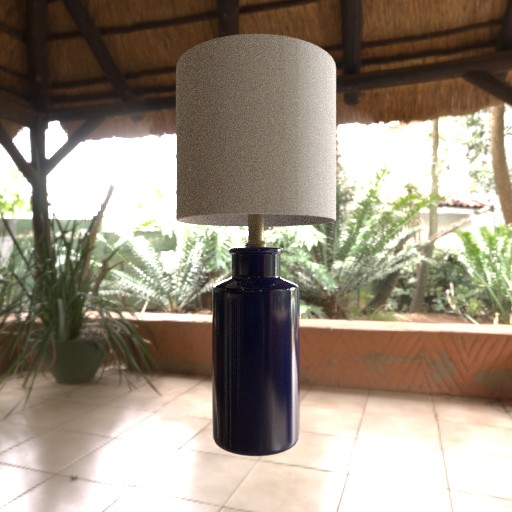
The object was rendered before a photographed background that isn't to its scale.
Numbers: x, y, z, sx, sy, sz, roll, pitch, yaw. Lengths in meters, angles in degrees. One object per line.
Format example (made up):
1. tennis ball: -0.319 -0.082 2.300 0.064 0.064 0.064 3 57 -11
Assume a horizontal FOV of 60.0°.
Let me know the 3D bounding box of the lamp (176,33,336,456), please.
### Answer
1. lamp: 0.000 0.000 0.596 0.212 0.493 0.212 0 0 18
